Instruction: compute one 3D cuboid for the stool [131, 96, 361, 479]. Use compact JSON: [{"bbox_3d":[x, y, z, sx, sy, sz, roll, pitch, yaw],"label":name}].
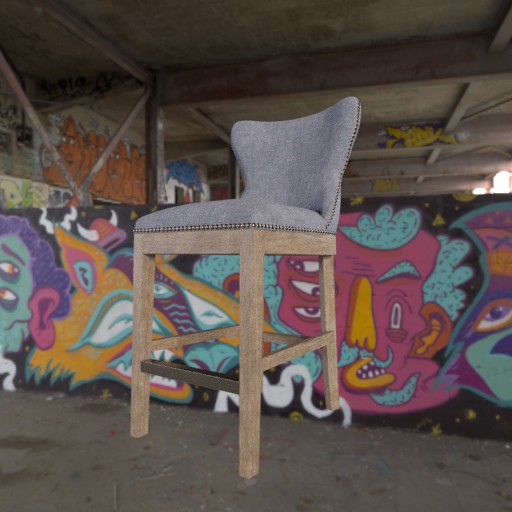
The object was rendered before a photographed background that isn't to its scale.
[{"bbox_3d":[0.000,0.000,1.329,0.498,0.981,0.608,0,0,36],"label":"stool"}]
